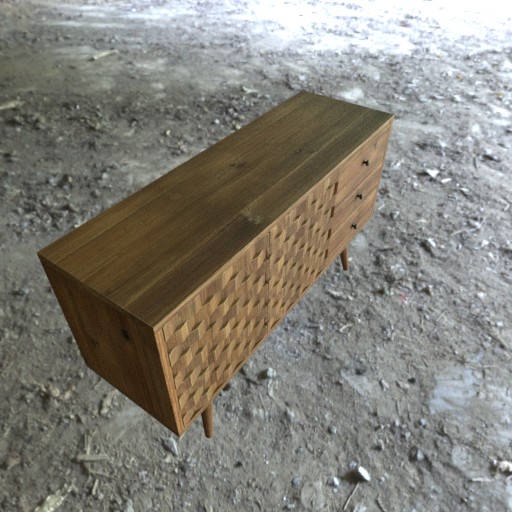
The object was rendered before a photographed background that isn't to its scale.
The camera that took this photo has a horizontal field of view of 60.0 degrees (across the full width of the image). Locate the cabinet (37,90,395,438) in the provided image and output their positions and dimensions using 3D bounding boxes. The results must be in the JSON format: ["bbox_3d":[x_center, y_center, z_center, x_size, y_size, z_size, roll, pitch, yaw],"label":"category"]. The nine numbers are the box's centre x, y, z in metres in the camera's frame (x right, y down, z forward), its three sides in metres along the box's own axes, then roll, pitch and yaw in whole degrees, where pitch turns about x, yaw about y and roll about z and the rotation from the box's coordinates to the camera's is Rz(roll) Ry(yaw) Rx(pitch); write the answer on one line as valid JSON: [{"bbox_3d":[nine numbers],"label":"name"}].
[{"bbox_3d":[0.000,0.000,1.797,0.472,0.800,1.400,26,48,26],"label":"cabinet"}]
